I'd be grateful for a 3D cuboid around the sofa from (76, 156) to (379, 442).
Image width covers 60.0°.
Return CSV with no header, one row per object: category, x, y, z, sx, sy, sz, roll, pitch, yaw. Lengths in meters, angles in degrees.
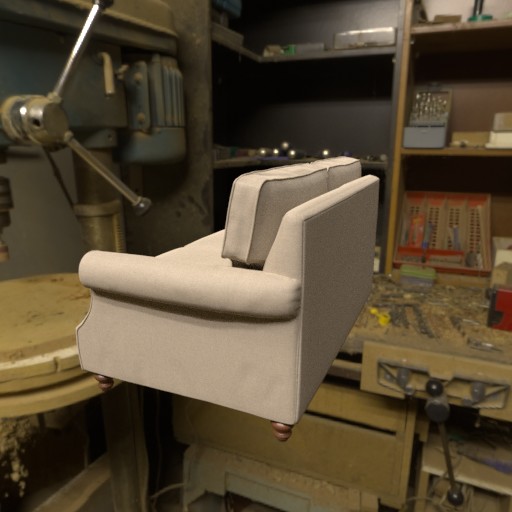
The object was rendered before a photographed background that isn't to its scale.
sofa,0.000,0.000,2.226,0.964,0.937,1.665,6,16,23
